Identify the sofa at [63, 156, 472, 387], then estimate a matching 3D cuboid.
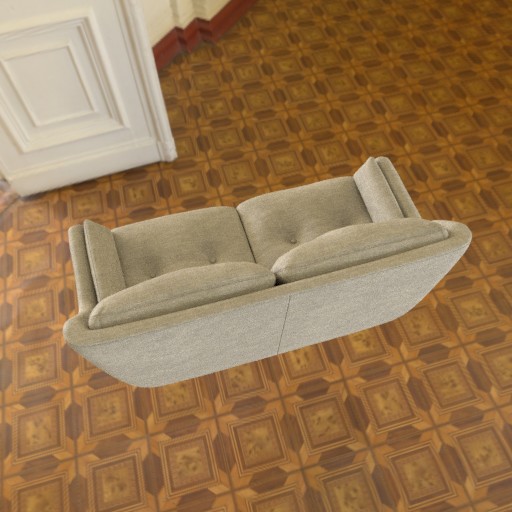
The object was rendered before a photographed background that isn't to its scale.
[{"bbox_3d":[0.000,0.000,2.458,1.930,0.897,0.976,-14,59,-8],"label":"sofa"}]
